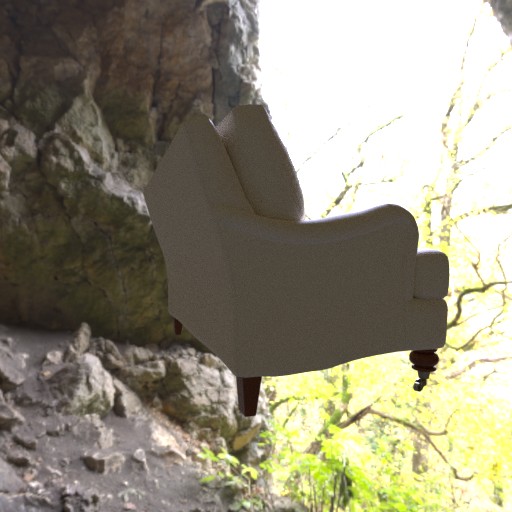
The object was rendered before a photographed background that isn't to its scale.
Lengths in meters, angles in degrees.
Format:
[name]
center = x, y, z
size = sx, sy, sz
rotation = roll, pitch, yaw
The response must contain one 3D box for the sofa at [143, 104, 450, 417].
[sofa]
center = 0.000, 0.000, 2.442
size = 1.084, 1.101, 1.853
rotation = 0, 0, -19
